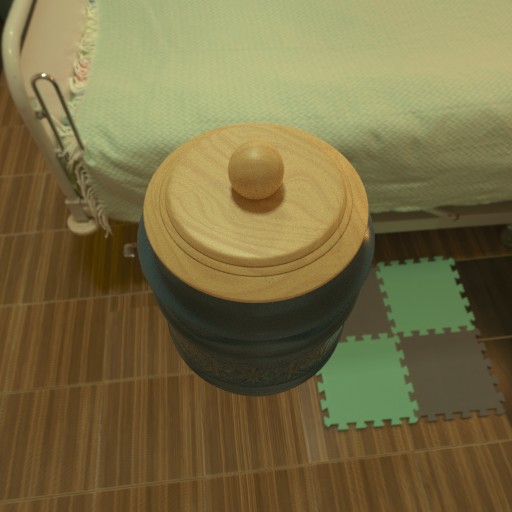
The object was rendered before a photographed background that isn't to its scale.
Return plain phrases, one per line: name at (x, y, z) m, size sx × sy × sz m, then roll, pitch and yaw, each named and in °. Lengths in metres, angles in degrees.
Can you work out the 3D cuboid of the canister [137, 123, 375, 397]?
canister at (0.000, 0.000, 0.269) m, size 0.130 × 0.176 × 0.130 m, roll 0°, pitch 58°, yaw 0°
